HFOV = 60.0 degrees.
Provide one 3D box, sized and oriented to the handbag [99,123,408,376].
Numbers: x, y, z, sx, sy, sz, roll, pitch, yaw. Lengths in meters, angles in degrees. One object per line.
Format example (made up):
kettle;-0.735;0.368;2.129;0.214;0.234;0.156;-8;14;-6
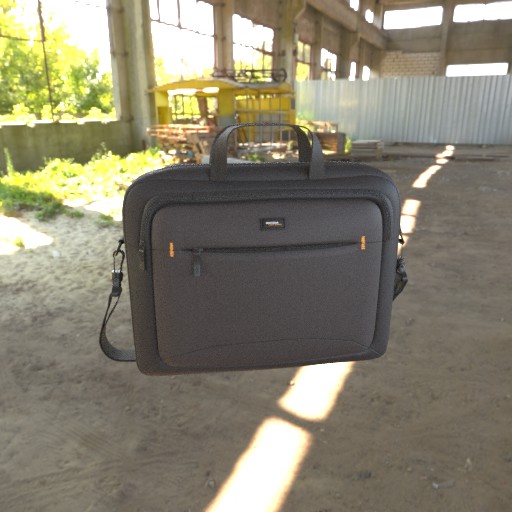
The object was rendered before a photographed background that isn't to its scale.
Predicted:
handbag;0.000;0.000;0.578;0.429;0.330;0.126;-2;18;-8
